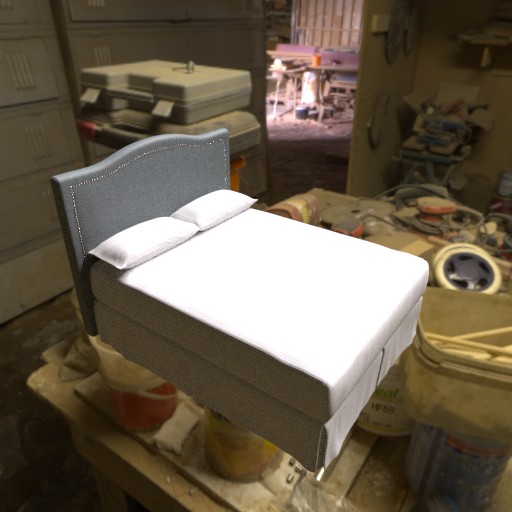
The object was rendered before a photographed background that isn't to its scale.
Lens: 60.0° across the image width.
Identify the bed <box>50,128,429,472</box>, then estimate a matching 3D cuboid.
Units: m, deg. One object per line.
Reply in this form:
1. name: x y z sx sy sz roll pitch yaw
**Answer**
1. bed: 0.000 0.000 3.288 2.143 1.460 1.753 20 34 31
